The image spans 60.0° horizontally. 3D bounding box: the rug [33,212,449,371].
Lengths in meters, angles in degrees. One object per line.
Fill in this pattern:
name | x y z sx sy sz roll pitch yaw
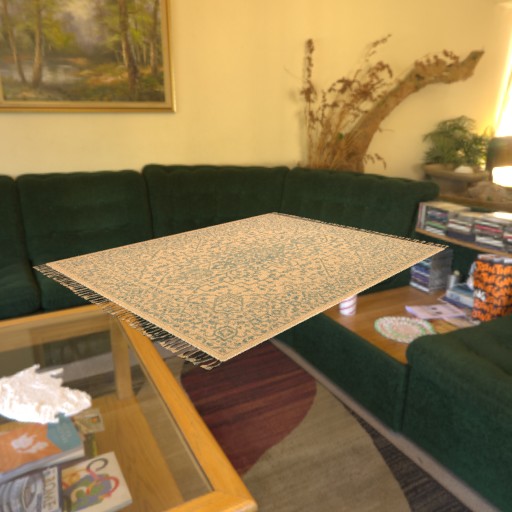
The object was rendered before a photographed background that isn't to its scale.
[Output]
rug | 0.000 0.000 4.311 2.464 0.010 3.327 16 24 42
